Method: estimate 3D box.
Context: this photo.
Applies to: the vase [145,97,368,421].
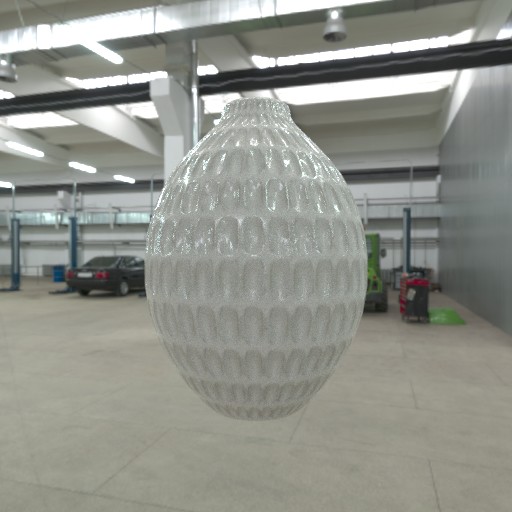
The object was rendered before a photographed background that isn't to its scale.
[{"bbox_3d":[0.000,0.000,0.332,0.162,0.223,0.162,0,0,0],"label":"vase"}]
